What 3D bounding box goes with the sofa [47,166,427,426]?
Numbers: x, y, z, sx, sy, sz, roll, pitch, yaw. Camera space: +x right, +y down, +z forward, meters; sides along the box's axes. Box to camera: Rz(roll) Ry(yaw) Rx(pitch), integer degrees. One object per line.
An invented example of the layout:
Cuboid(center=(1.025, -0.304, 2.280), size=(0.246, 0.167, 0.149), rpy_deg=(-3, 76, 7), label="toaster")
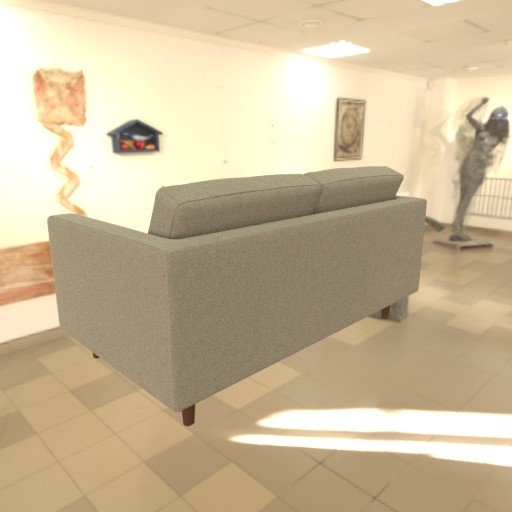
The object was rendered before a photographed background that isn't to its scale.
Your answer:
Cuboid(center=(0.000, 0.000, 2.309), size=(1.731, 0.900, 1.000), rpy_deg=(-14, 20, -43), label="sofa")
